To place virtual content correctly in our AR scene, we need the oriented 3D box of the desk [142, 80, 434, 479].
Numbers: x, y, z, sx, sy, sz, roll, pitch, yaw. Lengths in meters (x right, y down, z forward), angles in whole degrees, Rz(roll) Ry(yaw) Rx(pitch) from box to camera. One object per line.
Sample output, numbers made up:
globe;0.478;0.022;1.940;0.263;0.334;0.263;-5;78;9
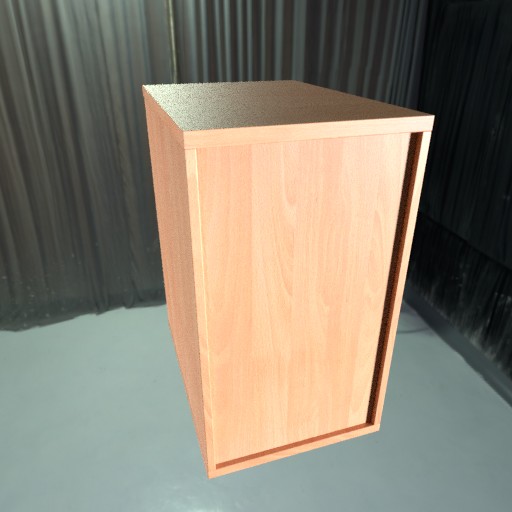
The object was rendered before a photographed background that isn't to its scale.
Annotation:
desk;0.000;0.000;1.071;0.404;0.730;0.600;-8;28;-16
